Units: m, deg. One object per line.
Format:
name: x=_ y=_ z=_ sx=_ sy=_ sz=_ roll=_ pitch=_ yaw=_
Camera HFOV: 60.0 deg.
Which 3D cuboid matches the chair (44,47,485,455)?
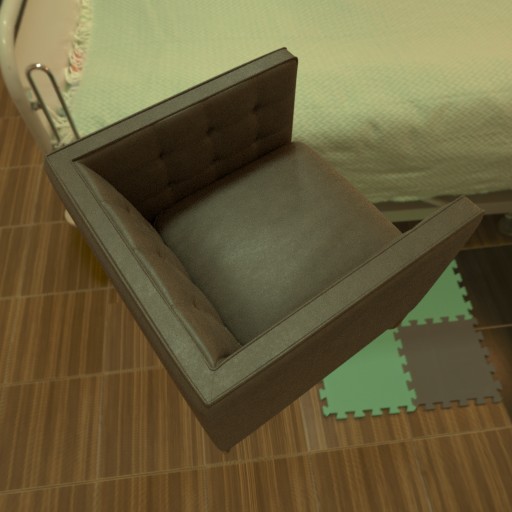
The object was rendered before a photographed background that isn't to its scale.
chair: x=0.000 y=0.000 z=1.514 sx=0.894 sy=0.790 sz=0.880 roll=-32 pitch=64 yaw=-17
